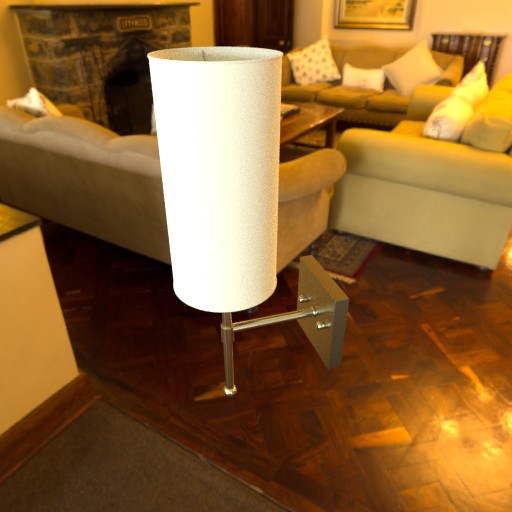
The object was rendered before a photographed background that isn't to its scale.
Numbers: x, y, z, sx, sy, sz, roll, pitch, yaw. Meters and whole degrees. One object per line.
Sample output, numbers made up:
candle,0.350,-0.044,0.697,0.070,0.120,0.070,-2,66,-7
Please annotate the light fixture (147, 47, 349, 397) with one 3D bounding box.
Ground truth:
light fixture,0.000,0.000,0.549,0.208,0.462,0.128,-9,32,-15
